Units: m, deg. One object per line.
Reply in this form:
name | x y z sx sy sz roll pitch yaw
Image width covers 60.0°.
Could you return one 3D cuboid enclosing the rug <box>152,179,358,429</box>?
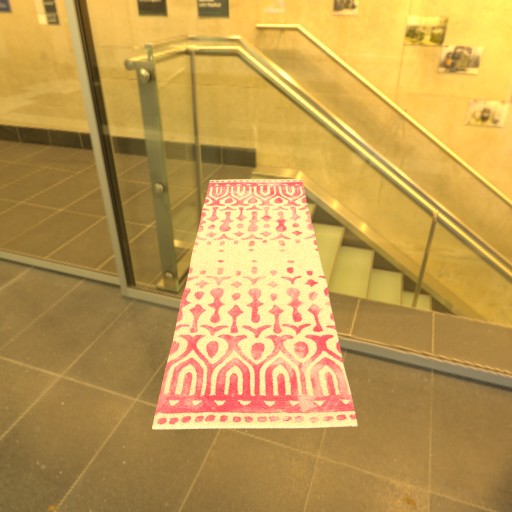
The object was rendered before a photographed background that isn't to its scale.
rug | 0.000 0.000 2.697 0.787 0.011 2.458 0 32 0
